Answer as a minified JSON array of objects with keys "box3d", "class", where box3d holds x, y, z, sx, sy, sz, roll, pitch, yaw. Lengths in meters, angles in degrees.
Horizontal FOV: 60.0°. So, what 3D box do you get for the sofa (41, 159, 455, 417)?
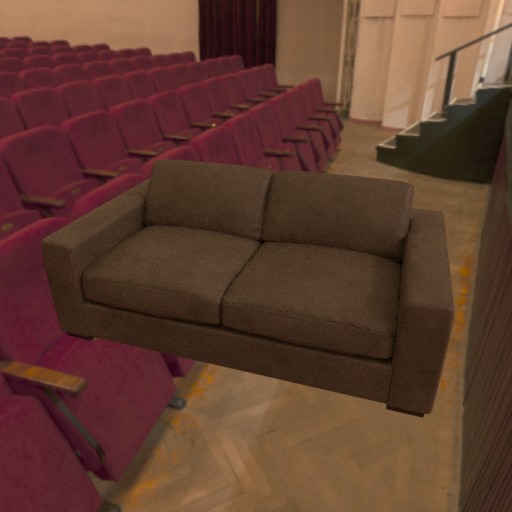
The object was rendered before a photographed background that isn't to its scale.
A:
[{"box3d":[0.000,0.000,2.414,1.920,0.800,1.070,9,29,16],"class":"sofa"}]
